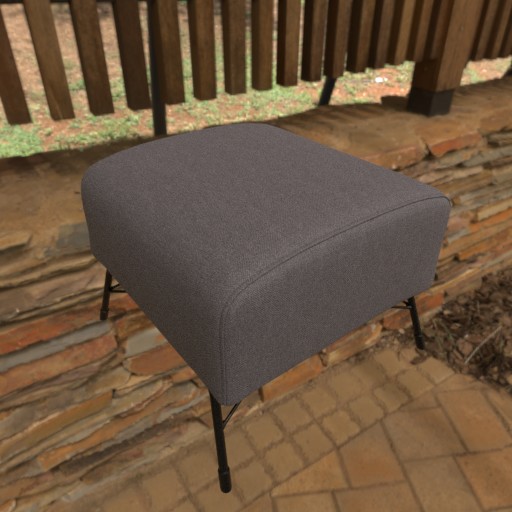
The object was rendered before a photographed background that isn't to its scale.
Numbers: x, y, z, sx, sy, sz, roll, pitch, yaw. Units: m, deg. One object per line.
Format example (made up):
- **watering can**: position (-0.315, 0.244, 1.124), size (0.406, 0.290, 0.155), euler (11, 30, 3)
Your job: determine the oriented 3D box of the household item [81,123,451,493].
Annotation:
- **household item**: position (0.000, 0.000, 0.892), size (0.530, 0.410, 0.530), euler (-23, 39, -31)
